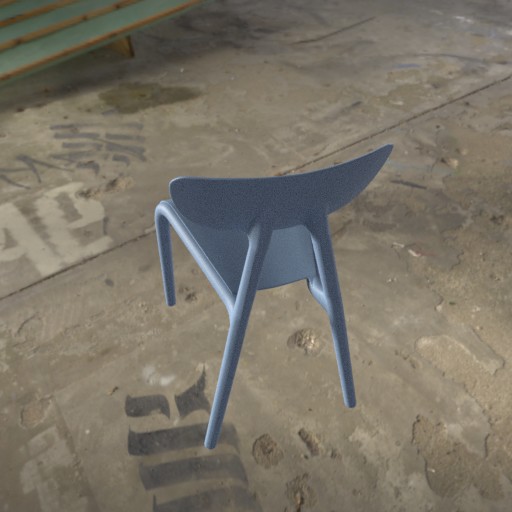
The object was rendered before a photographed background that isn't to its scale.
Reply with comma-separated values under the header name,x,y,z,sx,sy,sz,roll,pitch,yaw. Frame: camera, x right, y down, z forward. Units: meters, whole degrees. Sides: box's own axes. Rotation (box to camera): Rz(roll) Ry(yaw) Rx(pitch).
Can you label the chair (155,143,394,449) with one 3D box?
name,x,y,z,sx,sy,sz,roll,pitch,yaw
chair,0.000,0.000,0.821,0.356,0.580,0.401,-12,45,-12
